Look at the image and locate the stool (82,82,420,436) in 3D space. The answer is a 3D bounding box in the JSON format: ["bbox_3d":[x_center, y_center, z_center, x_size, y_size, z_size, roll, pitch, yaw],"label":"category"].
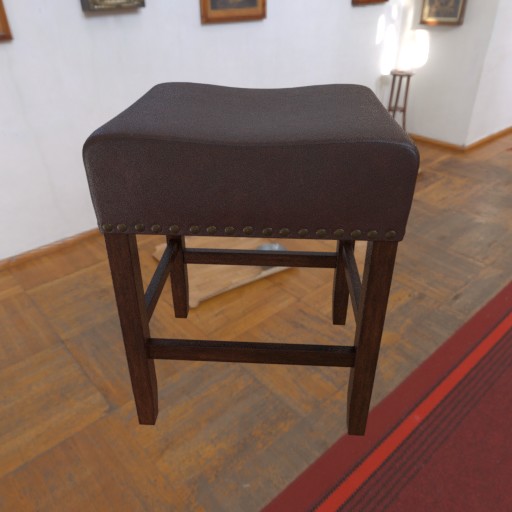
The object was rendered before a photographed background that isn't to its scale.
[{"bbox_3d":[0.000,0.000,0.904,0.465,0.608,0.397,2,31,3],"label":"stool"}]
